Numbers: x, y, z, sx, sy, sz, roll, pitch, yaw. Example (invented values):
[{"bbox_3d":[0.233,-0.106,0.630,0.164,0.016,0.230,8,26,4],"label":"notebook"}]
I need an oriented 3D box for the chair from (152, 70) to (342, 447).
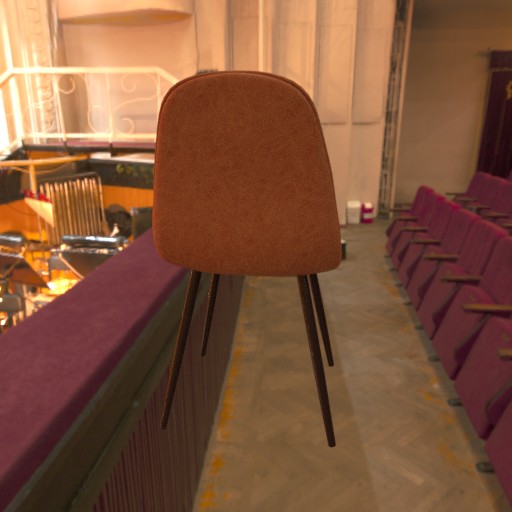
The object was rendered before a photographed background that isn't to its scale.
[{"bbox_3d":[0.000,0.000,1.220,0.472,0.889,0.561,3,17,9],"label":"chair"}]
